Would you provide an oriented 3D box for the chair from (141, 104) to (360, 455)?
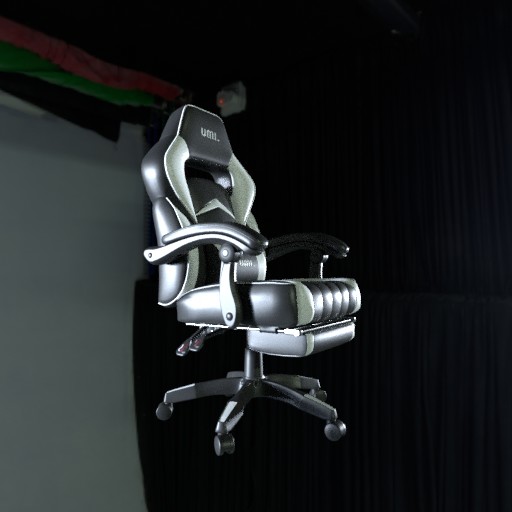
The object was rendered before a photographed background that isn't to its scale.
[{"bbox_3d":[0.000,0.000,1.650,0.700,1.200,0.676,-1,-1,36],"label":"chair"}]
